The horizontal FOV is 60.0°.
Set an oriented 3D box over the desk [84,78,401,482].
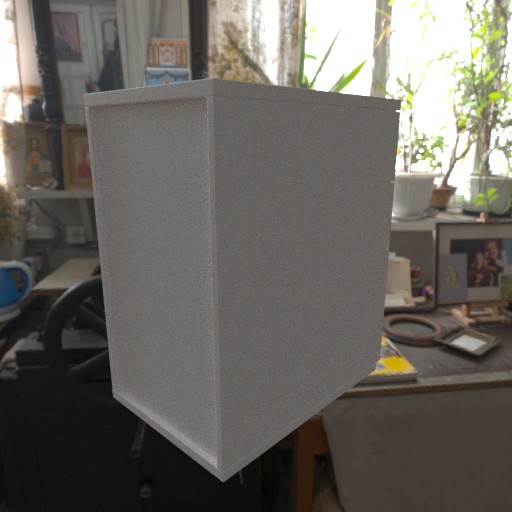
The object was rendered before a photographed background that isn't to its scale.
[{"bbox_3d":[0.000,0.000,1.080,0.404,0.730,0.600,14,21,42],"label":"desk"}]
